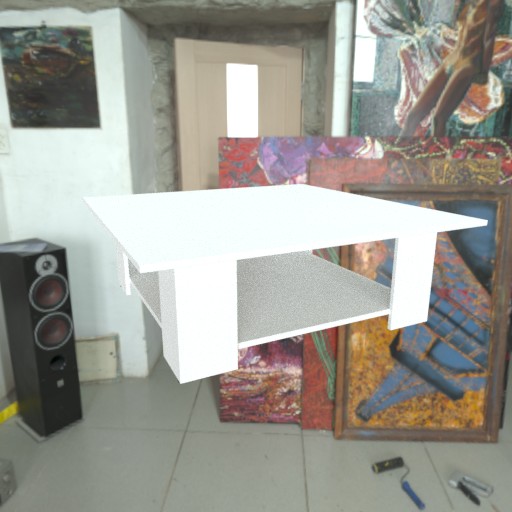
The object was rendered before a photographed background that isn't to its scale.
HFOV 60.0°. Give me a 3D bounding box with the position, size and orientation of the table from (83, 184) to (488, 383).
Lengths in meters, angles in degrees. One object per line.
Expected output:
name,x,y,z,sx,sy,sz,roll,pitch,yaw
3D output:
table,0.000,0.000,1.374,0.890,0.305,0.890,-8,18,-25
